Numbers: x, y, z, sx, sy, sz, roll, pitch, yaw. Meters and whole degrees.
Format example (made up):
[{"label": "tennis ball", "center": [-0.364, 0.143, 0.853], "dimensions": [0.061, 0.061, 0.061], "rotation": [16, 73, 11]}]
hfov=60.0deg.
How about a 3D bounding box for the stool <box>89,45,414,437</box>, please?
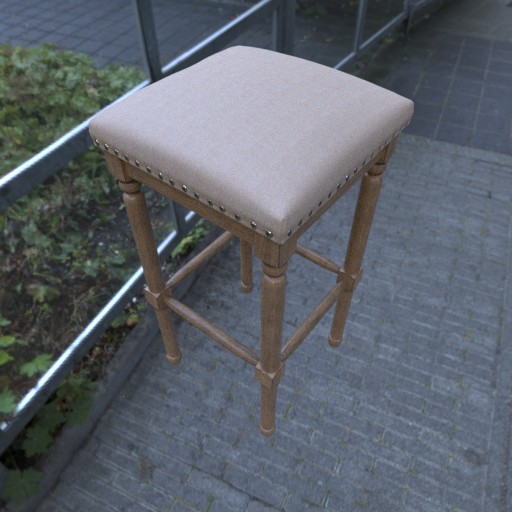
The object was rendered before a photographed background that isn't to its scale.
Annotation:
[{"label": "stool", "center": [0.000, 0.000, 0.954], "dimensions": [0.383, 0.768, 0.382], "rotation": [30, 53, 25]}]
